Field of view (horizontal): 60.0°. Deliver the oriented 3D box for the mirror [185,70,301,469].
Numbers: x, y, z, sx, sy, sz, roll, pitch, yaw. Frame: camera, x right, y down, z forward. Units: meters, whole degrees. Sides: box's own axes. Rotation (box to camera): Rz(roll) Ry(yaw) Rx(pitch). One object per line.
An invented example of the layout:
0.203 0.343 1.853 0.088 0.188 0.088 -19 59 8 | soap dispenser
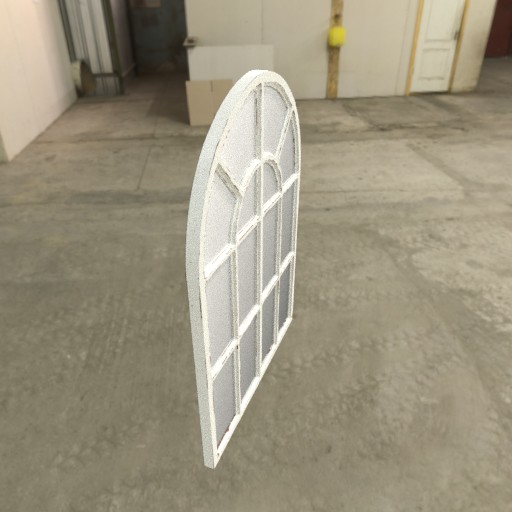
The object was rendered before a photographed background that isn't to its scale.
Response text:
0.000 0.000 1.183 0.032 0.920 0.660 12 33 19 | mirror
